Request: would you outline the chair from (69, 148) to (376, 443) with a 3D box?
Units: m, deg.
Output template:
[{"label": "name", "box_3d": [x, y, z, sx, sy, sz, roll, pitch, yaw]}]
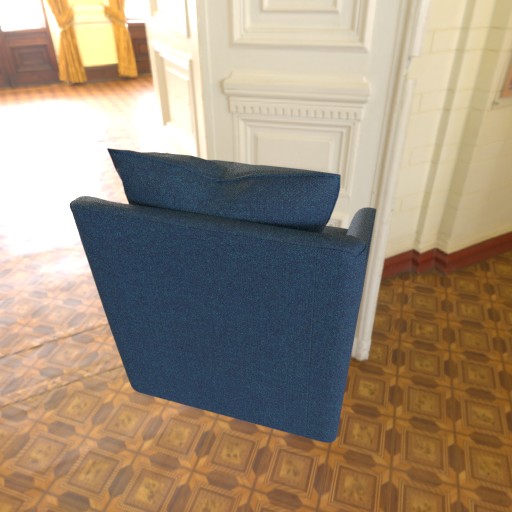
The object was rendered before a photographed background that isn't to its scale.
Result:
[{"label": "chair", "box_3d": [0.000, 0.000, 1.551, 0.750, 0.939, 0.870, 10, 35, 14]}]
